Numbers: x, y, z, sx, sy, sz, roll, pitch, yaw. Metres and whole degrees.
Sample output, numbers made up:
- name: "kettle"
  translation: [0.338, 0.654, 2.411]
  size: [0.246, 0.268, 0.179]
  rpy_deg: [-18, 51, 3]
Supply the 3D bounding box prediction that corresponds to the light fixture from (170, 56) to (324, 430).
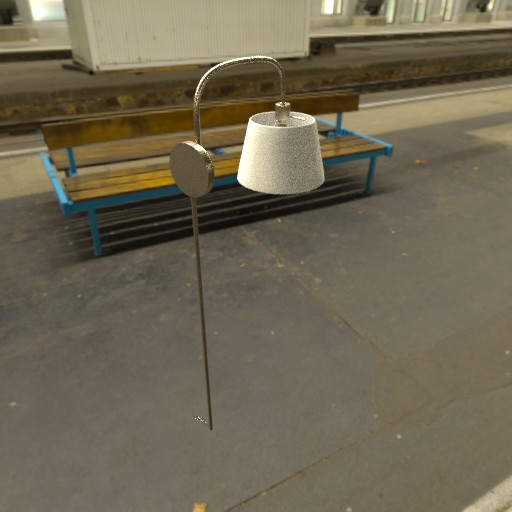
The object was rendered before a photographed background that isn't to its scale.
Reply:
- name: "light fixture"
  translation: [0.000, 0.000, 0.482]
  size: [0.092, 0.399, 0.176]
  rpy_deg: [22, 37, 33]
